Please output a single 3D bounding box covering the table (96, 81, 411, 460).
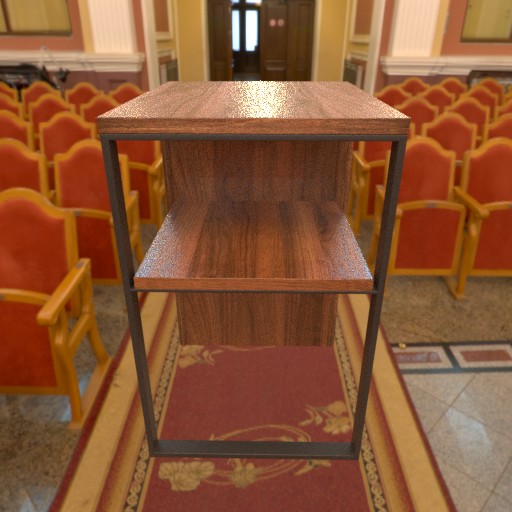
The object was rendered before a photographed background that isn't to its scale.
[{"bbox_3d":[0.000,0.000,1.511,0.660,1.041,0.786,0,27,1],"label":"table"}]
